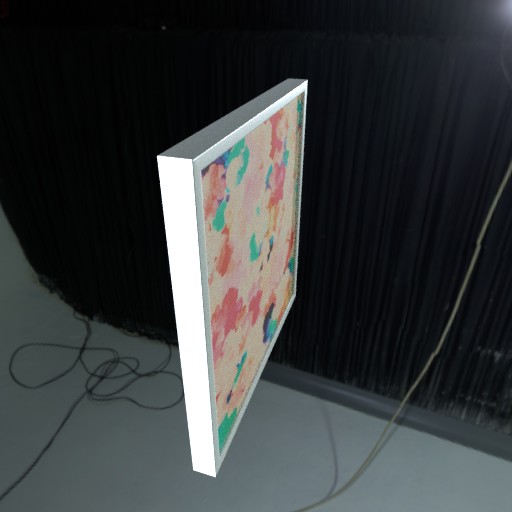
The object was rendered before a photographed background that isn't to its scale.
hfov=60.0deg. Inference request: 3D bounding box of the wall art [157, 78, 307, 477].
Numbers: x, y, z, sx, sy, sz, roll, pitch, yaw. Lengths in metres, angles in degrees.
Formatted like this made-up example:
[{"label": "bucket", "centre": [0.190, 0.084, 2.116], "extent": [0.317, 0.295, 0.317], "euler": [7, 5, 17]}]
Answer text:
[{"label": "wall art", "centre": [0.000, 0.000, 0.771], "extent": [0.038, 0.505, 0.506], "euler": [10, 32, 16]}]
